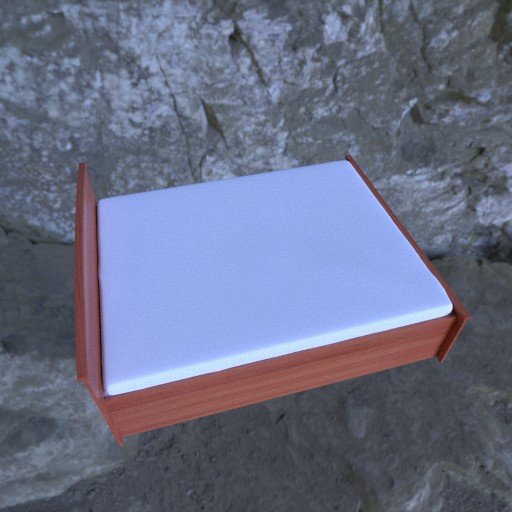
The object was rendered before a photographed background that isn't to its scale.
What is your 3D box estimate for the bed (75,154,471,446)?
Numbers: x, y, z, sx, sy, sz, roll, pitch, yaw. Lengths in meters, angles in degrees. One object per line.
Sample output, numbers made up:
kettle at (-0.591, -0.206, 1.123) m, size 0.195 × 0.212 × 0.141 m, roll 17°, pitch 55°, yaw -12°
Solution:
bed at (0.000, 0.000, 2.915) m, size 2.053 × 0.848 × 1.683 m, roll -11°, pitch 47°, yaw -10°
